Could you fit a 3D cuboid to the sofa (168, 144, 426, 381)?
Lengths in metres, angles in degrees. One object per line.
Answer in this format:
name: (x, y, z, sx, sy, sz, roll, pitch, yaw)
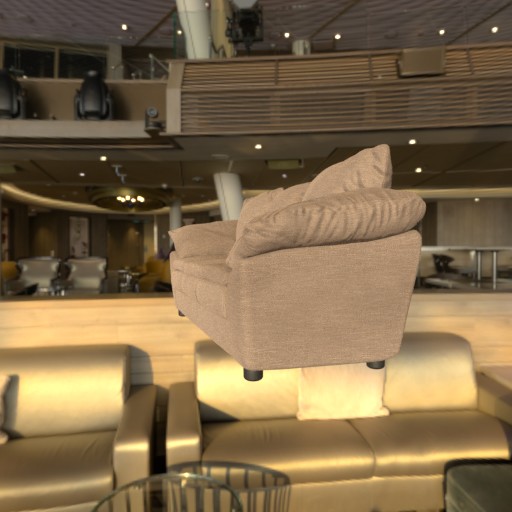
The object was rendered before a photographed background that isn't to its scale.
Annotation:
sofa: (0.000, 0.000, 2.903, 0.927, 1.043, 2.390, 0, 1, -18)
